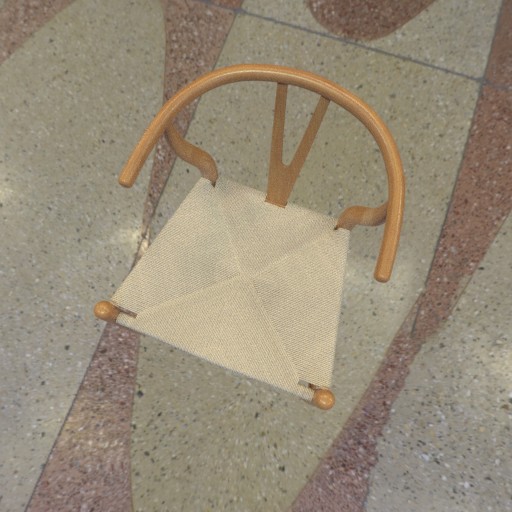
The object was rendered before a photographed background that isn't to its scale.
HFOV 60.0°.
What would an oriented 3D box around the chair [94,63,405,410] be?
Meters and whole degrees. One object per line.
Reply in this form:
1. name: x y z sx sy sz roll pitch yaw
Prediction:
1. chair: 0.000 0.000 1.130 0.569 0.730 0.579 21 75 6
